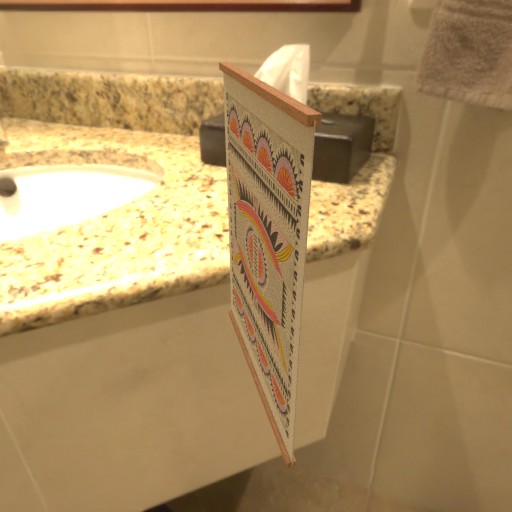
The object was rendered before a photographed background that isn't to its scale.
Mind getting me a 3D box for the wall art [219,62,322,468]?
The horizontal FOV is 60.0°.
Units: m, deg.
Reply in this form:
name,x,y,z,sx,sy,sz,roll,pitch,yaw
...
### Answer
name,x,y,z,sx,sy,sz,roll,pitch,yaw
wall art,0.000,0.000,1.366,0.028,1.016,0.765,-8,31,-14
